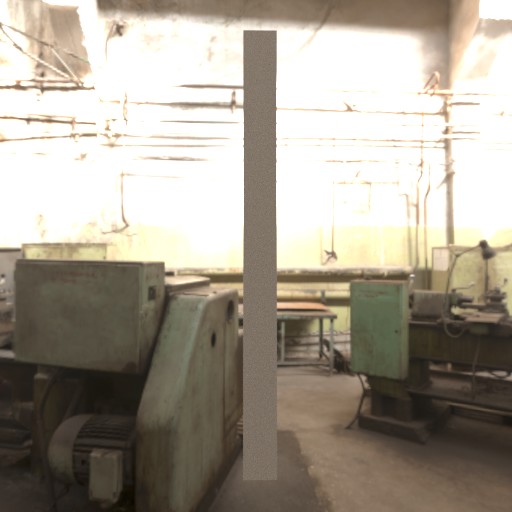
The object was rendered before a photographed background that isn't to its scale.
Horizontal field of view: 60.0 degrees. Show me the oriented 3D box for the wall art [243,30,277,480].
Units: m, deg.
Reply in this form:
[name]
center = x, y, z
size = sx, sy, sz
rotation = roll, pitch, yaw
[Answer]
[wall art]
center = 0.000, 0.000, 0.754
size = 0.038, 0.508, 0.507
rotation = 0, 0, -1
